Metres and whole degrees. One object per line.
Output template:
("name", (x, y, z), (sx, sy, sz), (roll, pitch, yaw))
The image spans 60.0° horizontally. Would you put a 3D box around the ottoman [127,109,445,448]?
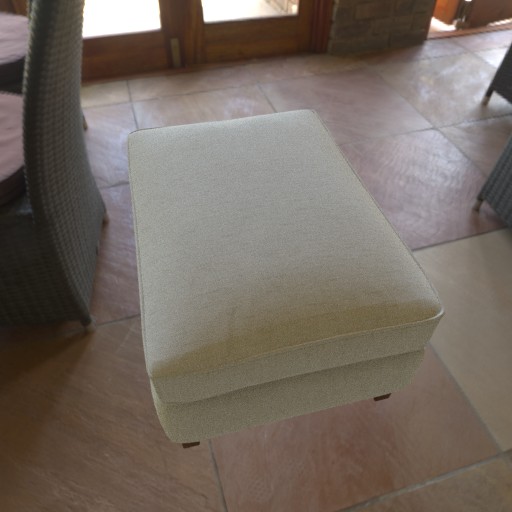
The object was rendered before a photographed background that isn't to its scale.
("ottoman", (0.000, 0.000, 0.954), (0.501, 0.406, 0.665), (-10, 48, -9))
